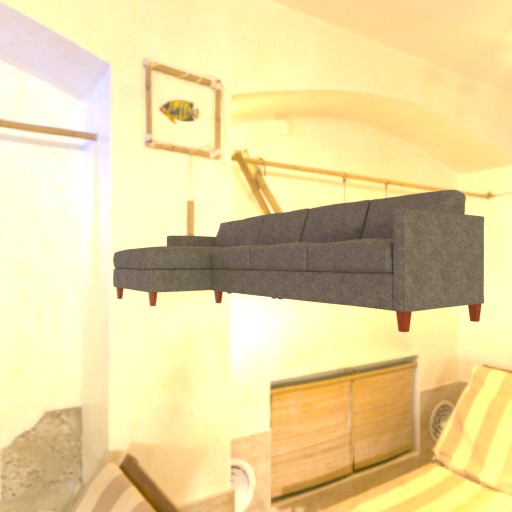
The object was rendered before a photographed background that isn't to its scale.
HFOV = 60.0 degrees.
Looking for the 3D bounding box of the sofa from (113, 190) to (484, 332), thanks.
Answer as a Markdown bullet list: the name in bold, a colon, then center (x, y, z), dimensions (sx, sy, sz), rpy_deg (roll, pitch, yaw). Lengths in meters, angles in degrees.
- **sofa**: center (0.000, 0.000, 4.101), dimensions (1.606, 0.954, 3.471), rpy_deg (1, -1, -35)
